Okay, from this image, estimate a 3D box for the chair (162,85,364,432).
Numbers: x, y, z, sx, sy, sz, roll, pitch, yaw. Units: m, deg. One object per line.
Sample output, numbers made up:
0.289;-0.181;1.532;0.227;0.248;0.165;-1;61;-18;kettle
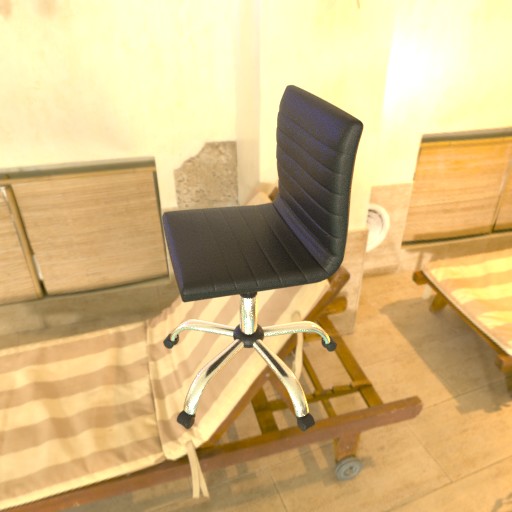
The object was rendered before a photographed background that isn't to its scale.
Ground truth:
0.000;0.000;1.163;0.530;0.780;0.556;-9;32;-14;chair
